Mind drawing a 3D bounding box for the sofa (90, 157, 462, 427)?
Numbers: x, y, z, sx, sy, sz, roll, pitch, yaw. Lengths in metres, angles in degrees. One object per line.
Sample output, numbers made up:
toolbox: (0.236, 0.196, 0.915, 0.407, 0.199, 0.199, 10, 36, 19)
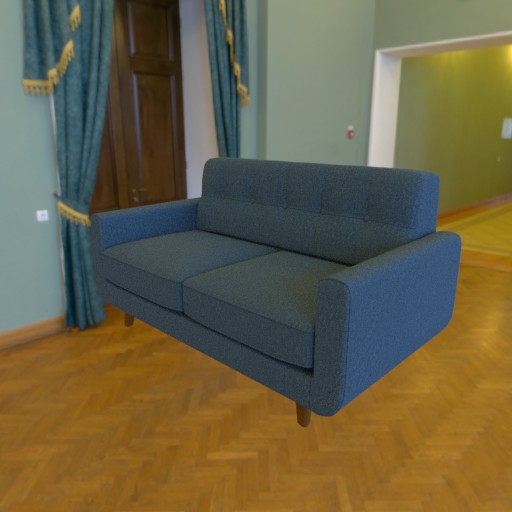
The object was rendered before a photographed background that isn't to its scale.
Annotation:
sofa: (0.000, 0.000, 2.217, 1.651, 0.896, 0.942, 15, 22, 42)
